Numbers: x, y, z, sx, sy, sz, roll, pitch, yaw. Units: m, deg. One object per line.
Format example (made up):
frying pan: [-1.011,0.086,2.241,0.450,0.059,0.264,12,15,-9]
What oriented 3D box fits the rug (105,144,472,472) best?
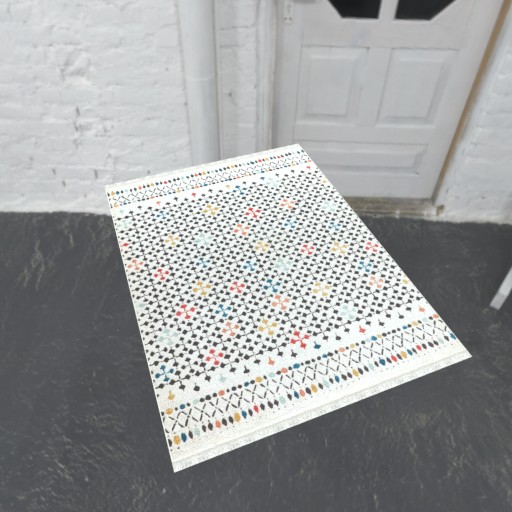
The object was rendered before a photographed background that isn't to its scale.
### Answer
rug: [0.000,0.000,4.164,2.354,0.007,3.196,-16,49,-14]
